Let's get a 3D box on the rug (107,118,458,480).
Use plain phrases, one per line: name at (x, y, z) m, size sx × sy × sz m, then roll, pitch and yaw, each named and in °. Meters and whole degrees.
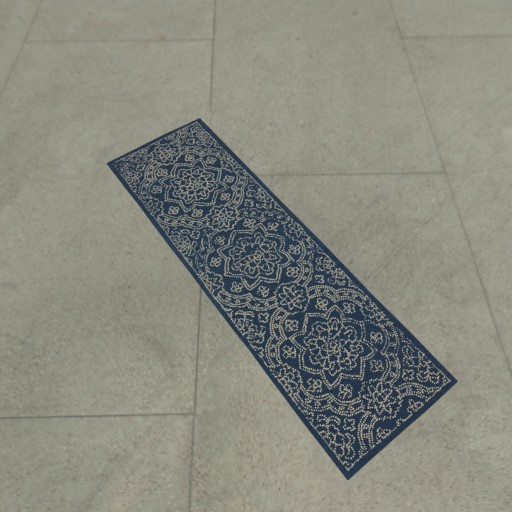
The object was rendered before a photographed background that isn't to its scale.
rug at (0.000, 0.000, 2.664) m, size 0.769 × 0.012 × 2.448 m, roll -32°, pitch 64°, yaw -18°
